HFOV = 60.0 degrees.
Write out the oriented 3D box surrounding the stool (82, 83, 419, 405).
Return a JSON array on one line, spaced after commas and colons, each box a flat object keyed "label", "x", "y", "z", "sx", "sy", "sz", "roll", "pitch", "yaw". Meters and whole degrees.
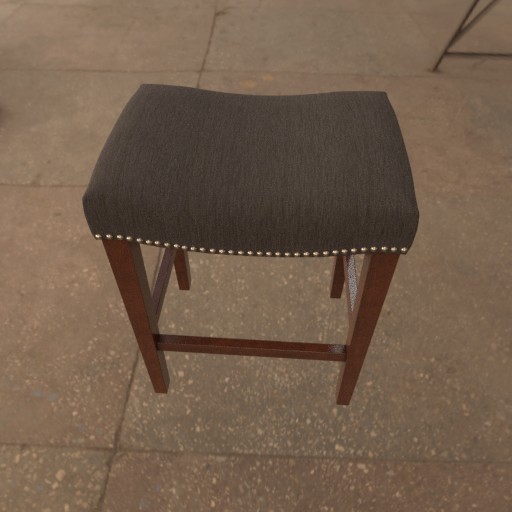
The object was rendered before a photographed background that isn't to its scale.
[{"label": "stool", "x": 0.000, "y": 0.000, "z": 0.977, "sx": 0.504, "sy": 0.654, "sz": 0.372, "roll": 3, "pitch": 47, "yaw": 3}]
